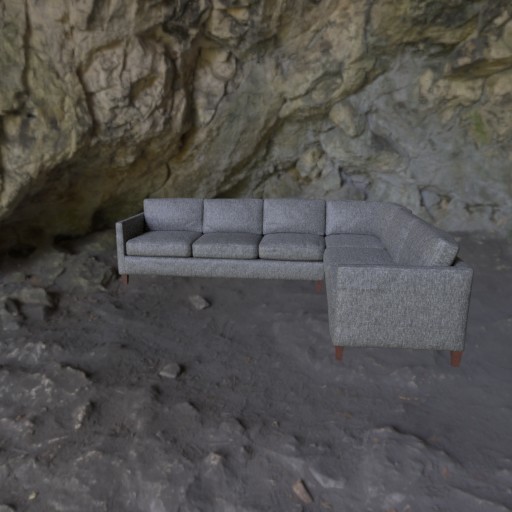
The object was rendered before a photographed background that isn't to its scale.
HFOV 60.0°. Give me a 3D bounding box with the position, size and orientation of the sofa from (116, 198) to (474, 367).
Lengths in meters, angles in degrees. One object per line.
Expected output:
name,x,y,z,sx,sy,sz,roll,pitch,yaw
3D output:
sofa,0.000,0.000,4.443,3.302,0.947,2.593,2,14,7
